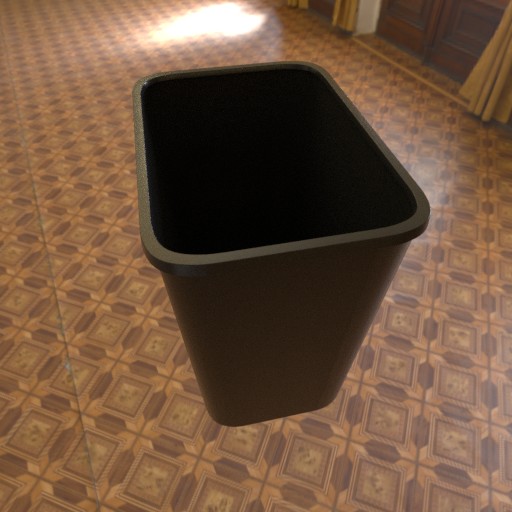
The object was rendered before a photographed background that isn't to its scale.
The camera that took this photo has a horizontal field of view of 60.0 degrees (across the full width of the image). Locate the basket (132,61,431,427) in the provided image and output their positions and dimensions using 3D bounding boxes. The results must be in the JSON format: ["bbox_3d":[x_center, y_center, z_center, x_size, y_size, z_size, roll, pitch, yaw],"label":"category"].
[{"bbox_3d":[0.000,0.000,0.500,0.211,0.307,0.300,-9,46,-9],"label":"basket"}]
